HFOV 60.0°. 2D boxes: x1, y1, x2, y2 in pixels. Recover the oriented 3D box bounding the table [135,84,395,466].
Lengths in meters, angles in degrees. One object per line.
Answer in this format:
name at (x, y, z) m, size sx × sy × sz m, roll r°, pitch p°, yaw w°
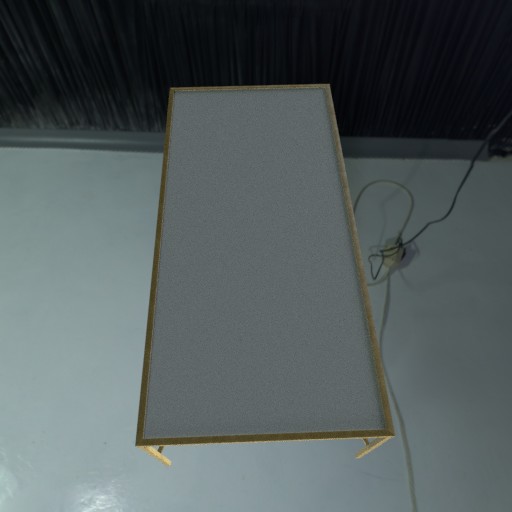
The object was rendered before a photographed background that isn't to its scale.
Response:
table at (0.000, 0.000, 1.470) m, size 0.580 × 0.398 × 1.206 m, roll -2°, pitch 59°, yaw -1°
